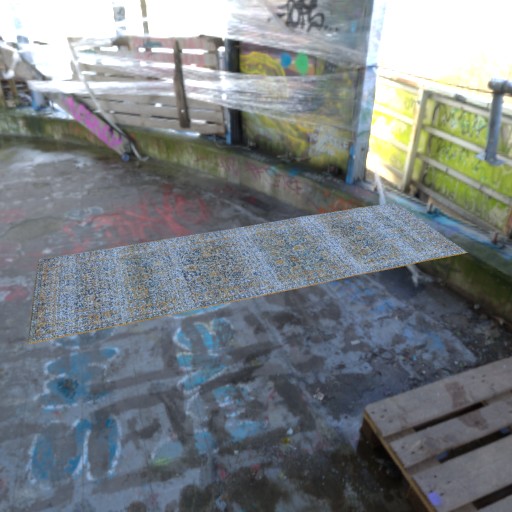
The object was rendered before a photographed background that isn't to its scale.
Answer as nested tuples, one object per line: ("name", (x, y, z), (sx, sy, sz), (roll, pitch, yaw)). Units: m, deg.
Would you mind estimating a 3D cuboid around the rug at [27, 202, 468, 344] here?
("rug", (0.000, 0.000, 2.471), (2.294, 0.014, 0.704), (-10, 33, -16))
